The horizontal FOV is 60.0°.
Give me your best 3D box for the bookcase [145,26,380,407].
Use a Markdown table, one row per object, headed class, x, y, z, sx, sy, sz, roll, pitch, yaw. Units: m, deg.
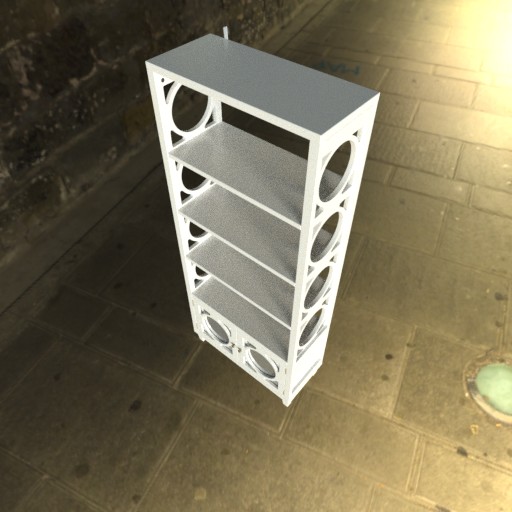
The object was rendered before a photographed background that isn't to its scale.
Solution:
| class | x | y | z | sx | sy | sz | roll | pitch | yaw |
| --- | --- | --- | --- | --- | --- | --- | --- | --- | --- |
| bookcase | 0.000 | 0.000 | 2.155 | 0.761 | 1.869 | 0.361 | 32 | 54 | 26 |
